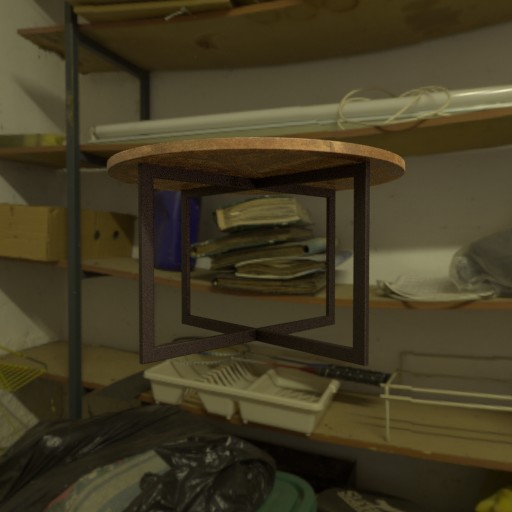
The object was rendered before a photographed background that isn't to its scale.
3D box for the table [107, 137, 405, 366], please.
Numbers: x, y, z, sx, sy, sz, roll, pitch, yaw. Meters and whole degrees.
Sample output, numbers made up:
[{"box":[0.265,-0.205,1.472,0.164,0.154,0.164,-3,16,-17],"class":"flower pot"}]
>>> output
[{"box":[0.000,0.000,1.993,1.264,0.762,1.264,0,2,0],"class":"table"}]
